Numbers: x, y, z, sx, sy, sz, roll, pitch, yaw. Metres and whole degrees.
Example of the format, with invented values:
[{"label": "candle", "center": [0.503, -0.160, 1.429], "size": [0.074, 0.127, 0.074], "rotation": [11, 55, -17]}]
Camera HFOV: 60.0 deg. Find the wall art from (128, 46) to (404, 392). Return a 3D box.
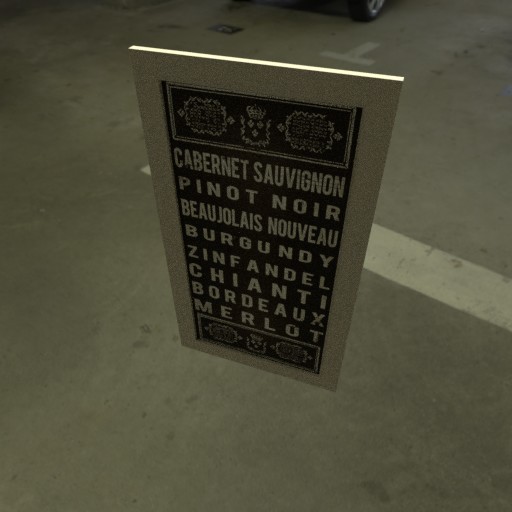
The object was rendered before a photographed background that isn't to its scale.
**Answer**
[{"label": "wall art", "center": [0.000, 0.000, 0.810], "size": [0.380, 0.683, 0.013], "rotation": [13, 43, 15]}]
